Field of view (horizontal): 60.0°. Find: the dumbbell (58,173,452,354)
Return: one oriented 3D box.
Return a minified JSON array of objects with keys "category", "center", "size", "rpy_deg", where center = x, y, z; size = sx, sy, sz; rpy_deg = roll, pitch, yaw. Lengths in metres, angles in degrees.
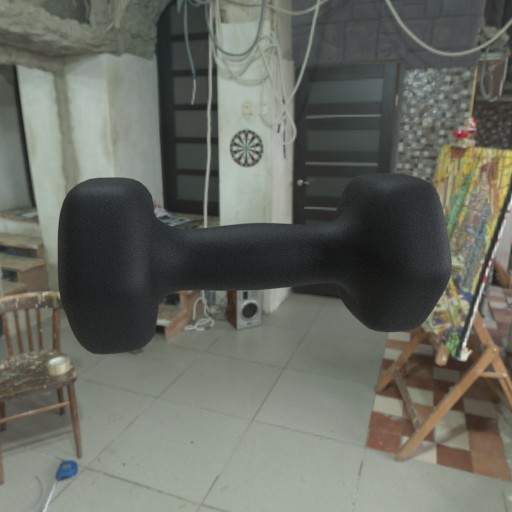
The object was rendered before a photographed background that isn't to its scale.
[{"category":"dumbbell","center":[0.000,0.000,0.287],"size":[0.231,0.101,0.112],"rpy_deg":[-2,16,-9]}]
